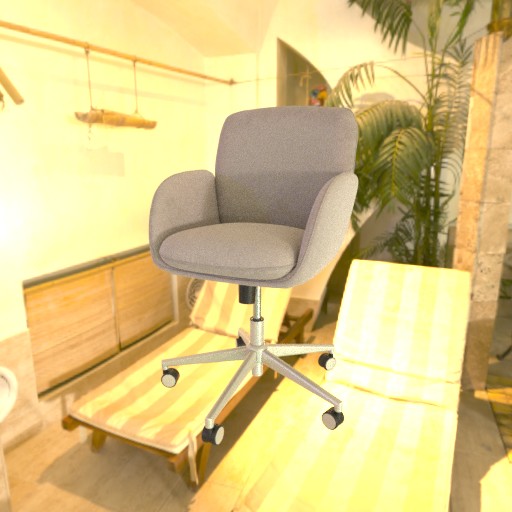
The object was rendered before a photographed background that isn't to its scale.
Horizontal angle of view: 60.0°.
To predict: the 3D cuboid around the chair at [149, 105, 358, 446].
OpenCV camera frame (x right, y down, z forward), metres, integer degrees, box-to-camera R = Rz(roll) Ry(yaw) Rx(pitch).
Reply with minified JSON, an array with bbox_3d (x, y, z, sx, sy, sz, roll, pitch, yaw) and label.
[{"bbox_3d":[0.000,0.000,1.412,0.648,0.959,0.654,6,15,24],"label":"chair"}]
